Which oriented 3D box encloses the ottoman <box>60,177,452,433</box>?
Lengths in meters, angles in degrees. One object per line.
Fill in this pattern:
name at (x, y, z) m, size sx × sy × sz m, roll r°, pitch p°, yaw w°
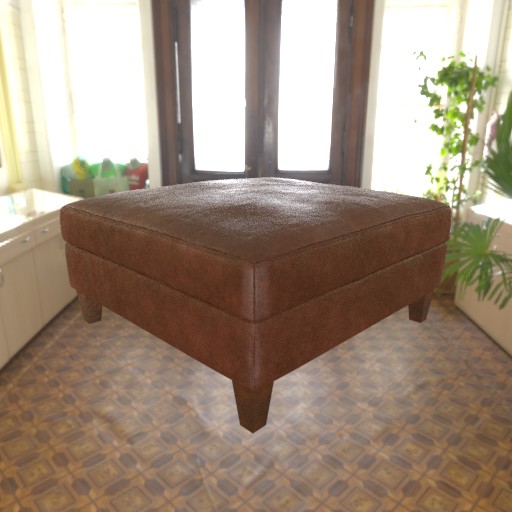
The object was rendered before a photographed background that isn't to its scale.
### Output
ottoman at (0.000, 0.000, 1.323) m, size 0.844 × 0.415 × 0.836 m, roll -16°, pitch 22°, yaw -43°
